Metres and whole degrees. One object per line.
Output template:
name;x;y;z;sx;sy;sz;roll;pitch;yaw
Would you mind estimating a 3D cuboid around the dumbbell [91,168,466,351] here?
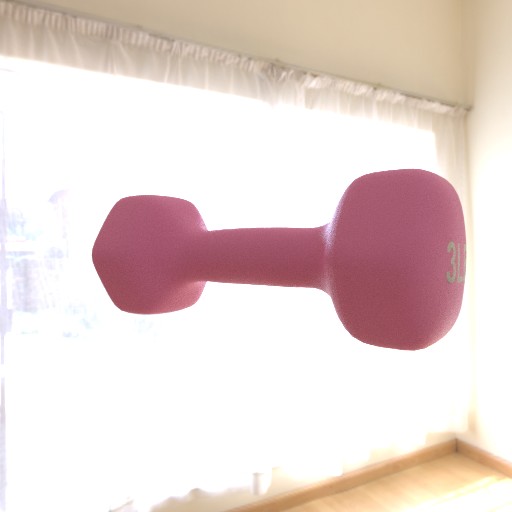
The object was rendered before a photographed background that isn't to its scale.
dumbbell;0.000;0.000;0.185;0.159;0.058;0.064;1;2;36
